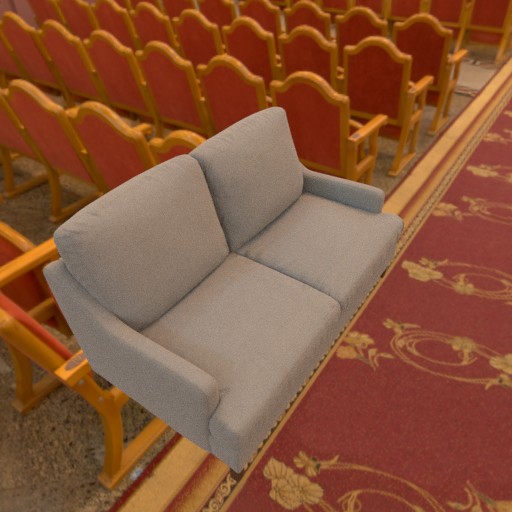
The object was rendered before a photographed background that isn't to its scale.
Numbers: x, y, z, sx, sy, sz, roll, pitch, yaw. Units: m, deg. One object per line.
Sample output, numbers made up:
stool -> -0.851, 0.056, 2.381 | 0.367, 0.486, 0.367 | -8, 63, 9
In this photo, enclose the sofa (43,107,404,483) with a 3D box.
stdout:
sofa -> 0.000, 0.000, 2.172 | 0.987, 0.921, 1.589 | 24, 46, 26
